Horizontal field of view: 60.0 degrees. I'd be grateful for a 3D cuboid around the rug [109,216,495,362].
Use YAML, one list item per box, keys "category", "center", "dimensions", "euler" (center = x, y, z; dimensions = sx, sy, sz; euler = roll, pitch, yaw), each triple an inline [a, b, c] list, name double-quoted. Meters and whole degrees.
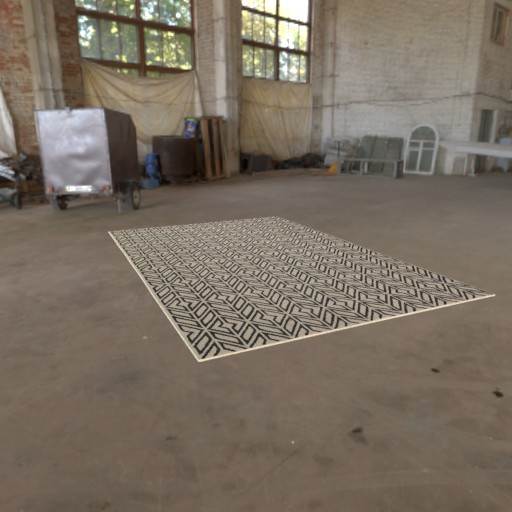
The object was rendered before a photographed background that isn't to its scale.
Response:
- category: "rug"
  center: [0.000, 0.000, 2.286]
  dimensions: [1.220, 0.007, 1.828]
  euler: [-7, 17, -24]
